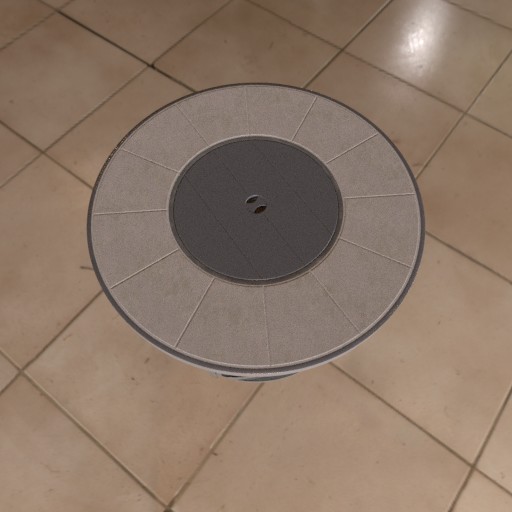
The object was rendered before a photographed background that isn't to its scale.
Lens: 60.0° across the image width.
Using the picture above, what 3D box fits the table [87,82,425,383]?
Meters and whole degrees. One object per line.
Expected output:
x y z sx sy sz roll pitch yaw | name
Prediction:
0.000 0.000 1.505 0.914 0.650 0.914 0 64 0 | table
